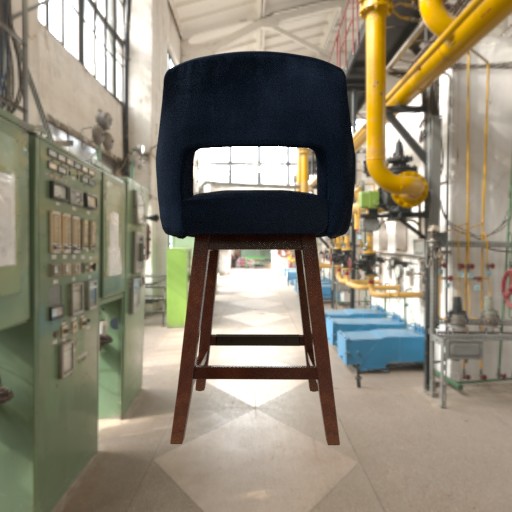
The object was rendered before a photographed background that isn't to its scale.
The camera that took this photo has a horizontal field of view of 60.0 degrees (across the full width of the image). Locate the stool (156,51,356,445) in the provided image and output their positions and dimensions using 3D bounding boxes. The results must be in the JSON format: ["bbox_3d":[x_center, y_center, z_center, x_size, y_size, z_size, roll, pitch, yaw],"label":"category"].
[{"bbox_3d":[0.000,0.000,1.280,0.550,0.940,0.560,0,1,1],"label":"stool"}]
